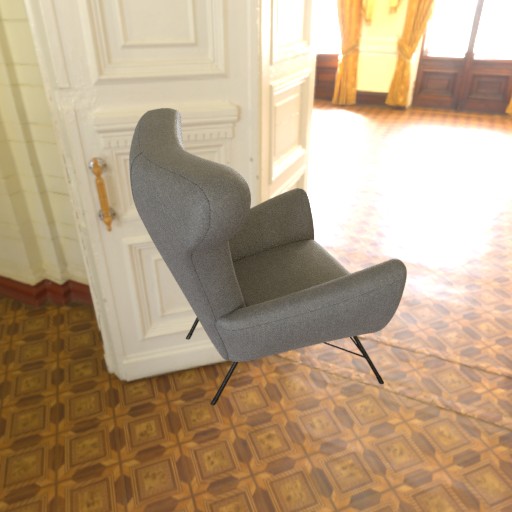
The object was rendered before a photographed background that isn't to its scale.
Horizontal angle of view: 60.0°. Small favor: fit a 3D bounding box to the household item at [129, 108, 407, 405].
[{"bbox_3d":[0.000,0.000,1.810,0.900,1.050,0.980,-11,32,-18],"label":"household item"}]
